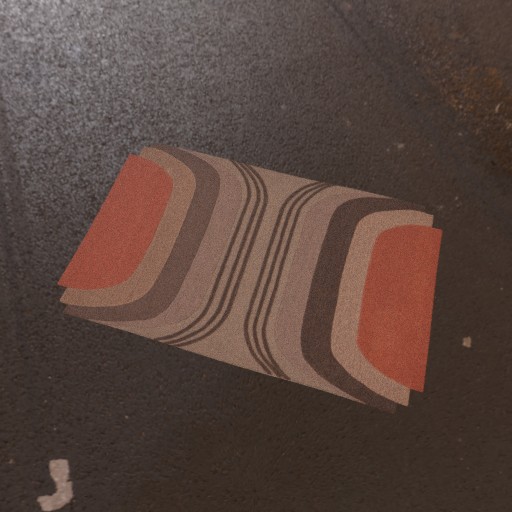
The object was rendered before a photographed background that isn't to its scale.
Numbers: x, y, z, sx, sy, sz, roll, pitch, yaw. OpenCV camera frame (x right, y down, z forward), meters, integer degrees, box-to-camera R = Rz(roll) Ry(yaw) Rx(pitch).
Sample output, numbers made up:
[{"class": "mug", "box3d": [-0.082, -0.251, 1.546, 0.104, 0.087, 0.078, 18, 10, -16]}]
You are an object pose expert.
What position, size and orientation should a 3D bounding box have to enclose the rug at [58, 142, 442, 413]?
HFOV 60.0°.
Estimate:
[{"class": "rug", "box3d": [0.000, 0.000, 3.083, 2.446, 0.017, 1.530, 15, 63, 8]}]
